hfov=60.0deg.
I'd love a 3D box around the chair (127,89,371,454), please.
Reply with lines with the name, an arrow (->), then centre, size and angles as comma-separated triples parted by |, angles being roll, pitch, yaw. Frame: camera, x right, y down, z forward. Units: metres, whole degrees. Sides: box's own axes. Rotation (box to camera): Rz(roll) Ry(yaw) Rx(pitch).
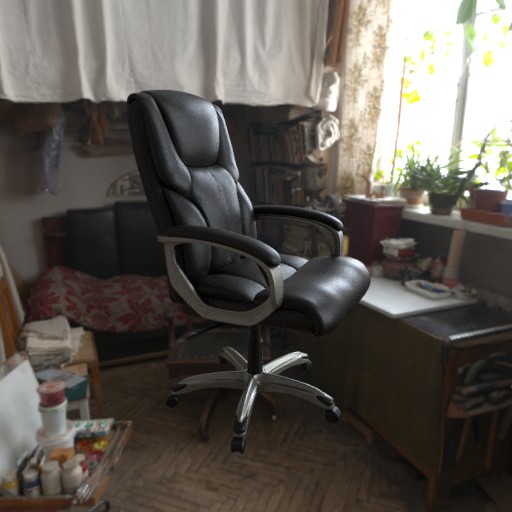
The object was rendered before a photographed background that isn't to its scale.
chair -> 0.000, 0.000, 1.599 | 0.739, 1.155, 0.663 | 7, 16, 26
